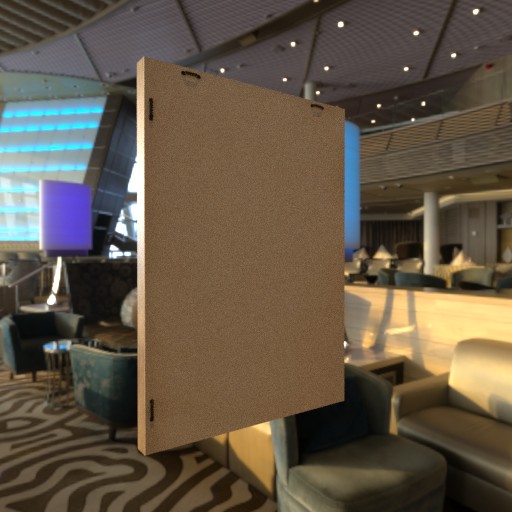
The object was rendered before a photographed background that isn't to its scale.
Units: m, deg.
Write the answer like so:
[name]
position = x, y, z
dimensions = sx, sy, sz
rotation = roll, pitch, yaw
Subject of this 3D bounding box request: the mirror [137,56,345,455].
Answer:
[mirror]
position = 0.000, 0.000, 0.946
dimensions = 0.507, 0.710, 0.040
rotation = 0, 1, -35
